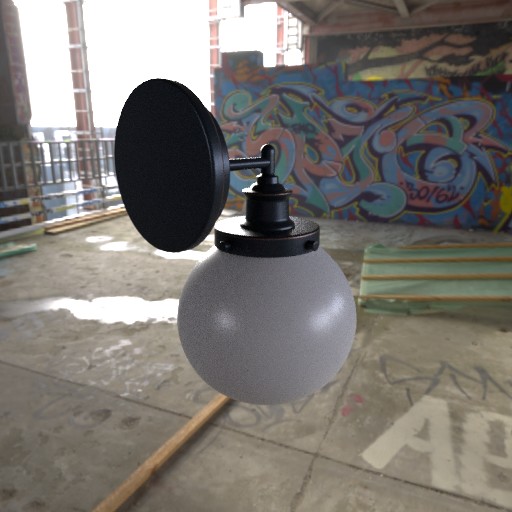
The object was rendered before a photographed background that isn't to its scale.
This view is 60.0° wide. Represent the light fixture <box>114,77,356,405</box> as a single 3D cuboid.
[{"bbox_3d":[0.000,0.000,0.465,0.197,0.332,0.230,15,22,42],"label":"light fixture"}]
